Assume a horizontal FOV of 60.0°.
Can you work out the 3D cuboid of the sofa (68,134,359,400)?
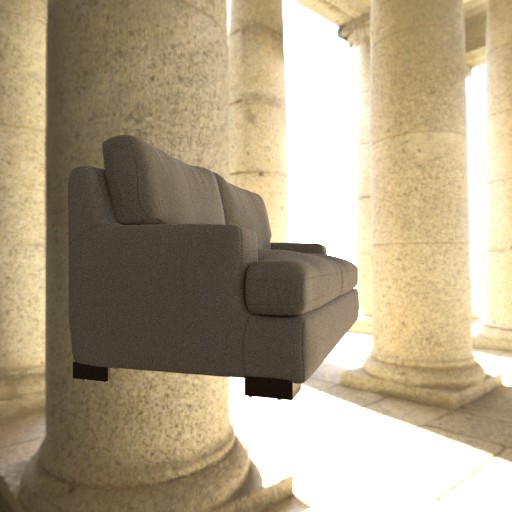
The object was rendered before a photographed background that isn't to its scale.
[{"bbox_3d":[0.000,0.000,2.432,0.962,0.980,1.855,0,-1,18],"label":"sofa"}]
